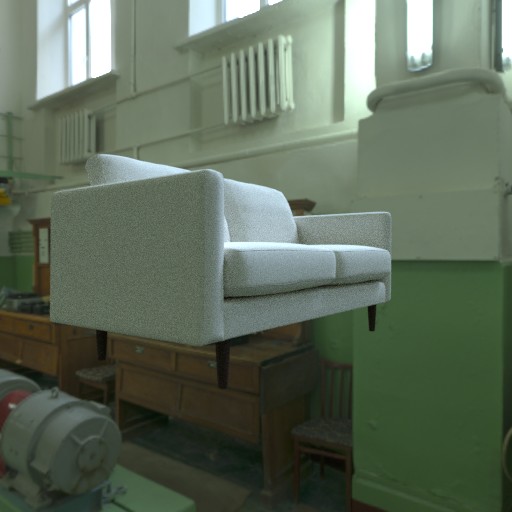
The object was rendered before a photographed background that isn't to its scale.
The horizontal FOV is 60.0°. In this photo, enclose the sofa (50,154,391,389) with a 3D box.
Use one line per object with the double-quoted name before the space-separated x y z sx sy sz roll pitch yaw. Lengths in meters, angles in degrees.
"sofa" 0.000 0.000 2.281 0.940 0.893 1.713 0 0 36
